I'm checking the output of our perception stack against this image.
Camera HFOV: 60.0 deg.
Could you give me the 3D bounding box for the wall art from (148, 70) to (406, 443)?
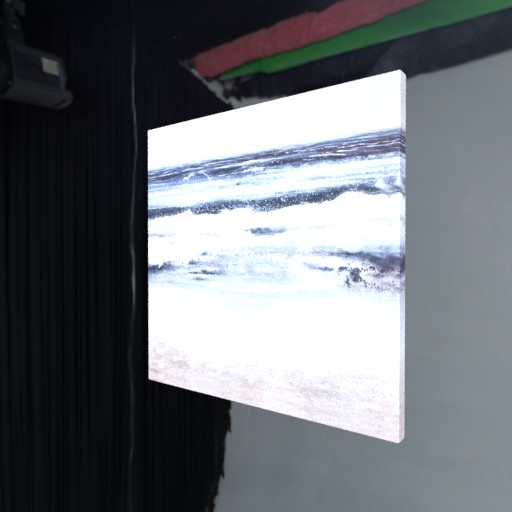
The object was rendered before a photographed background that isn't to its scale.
[{"bbox_3d":[0.000,0.000,1.130,0.755,0.747,0.065,0,1,36],"label":"wall art"}]
